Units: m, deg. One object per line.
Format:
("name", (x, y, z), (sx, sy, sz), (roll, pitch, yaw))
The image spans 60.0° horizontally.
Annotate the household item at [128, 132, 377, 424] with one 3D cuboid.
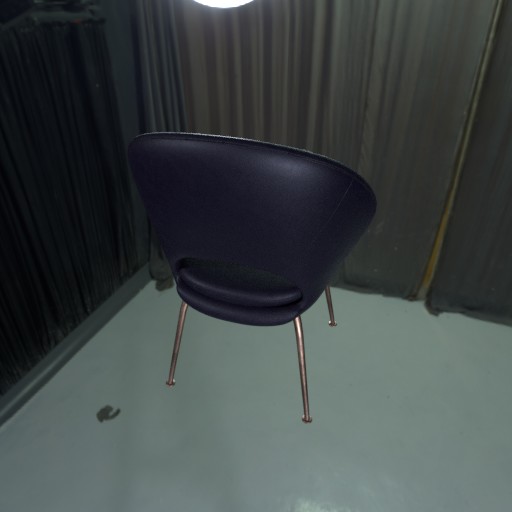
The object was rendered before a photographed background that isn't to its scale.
("household item", (0.000, 0.000, 1.281), (0.623, 0.852, 0.573), (10, 33, 15))
